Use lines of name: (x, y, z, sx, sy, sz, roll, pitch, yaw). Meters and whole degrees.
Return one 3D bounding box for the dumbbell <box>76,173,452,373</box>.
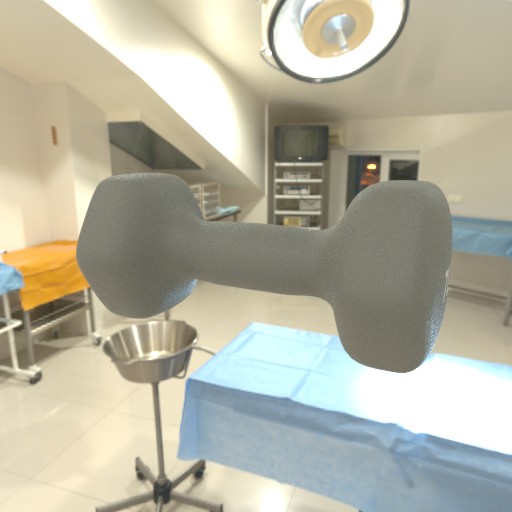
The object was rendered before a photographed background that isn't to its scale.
dumbbell: (0.000, 0.000, 0.230, 0.184, 0.081, 0.090, 7, 15, 26)
